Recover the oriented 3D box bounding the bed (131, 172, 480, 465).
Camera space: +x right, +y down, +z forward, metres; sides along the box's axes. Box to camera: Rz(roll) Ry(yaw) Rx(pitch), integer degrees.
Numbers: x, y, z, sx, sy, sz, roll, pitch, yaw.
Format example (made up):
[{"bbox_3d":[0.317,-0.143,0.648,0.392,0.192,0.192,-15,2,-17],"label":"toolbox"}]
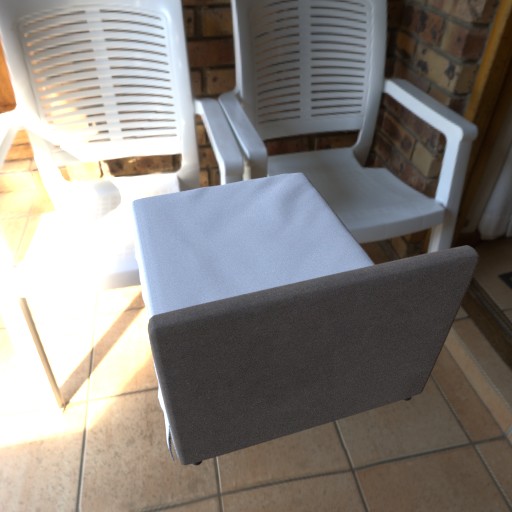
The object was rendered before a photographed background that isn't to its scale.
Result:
[{"bbox_3d":[0.000,0.000,3.185,1.723,1.330,2.142,-12,42,-13],"label":"bed"}]
